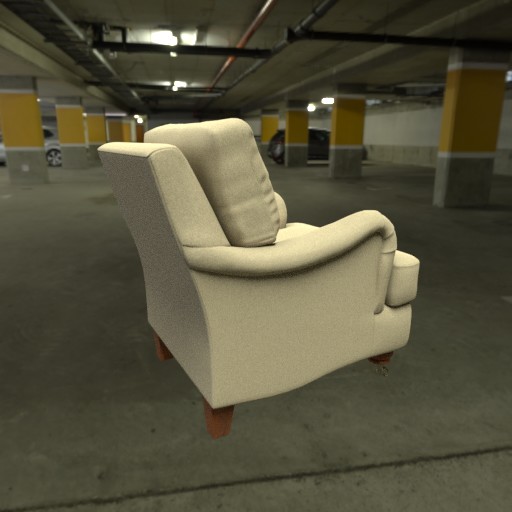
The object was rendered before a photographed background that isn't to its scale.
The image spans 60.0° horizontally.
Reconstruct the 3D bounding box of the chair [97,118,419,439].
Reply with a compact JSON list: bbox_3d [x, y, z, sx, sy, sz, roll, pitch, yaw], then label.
[{"bbox_3d":[0.000,0.000,1.868,1.078,1.076,0.895,-8,17,-27],"label":"chair"}]
